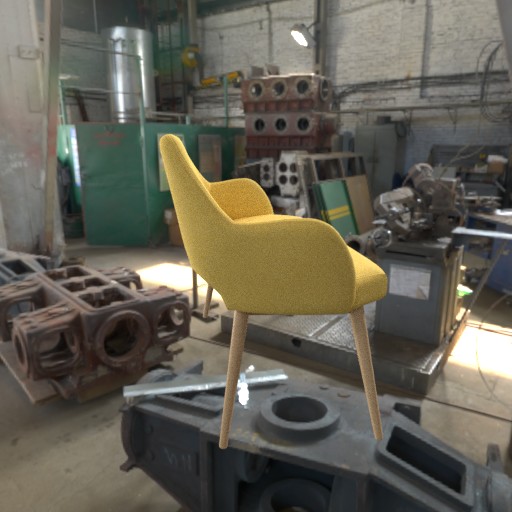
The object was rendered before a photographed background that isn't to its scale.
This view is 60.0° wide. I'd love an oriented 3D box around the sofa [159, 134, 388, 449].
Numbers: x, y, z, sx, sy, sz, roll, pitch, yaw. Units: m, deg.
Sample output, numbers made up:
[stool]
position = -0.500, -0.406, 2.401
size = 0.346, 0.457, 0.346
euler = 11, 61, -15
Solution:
[sofa]
position = 0.000, 0.000, 1.599
size = 0.610, 0.840, 1.150
euler = -2, 15, -9
